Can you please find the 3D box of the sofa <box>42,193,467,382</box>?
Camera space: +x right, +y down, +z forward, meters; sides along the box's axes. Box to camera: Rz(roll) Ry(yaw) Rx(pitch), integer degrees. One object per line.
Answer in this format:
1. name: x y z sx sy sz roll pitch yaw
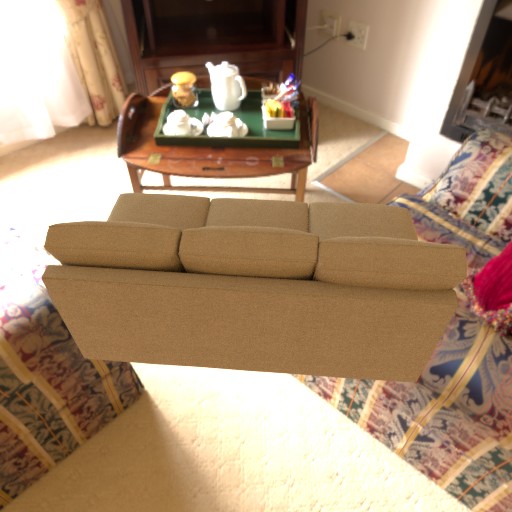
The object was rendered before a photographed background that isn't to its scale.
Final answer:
1. sofa: 0.000 0.000 2.778 2.092 1.036 1.127 3 46 3
